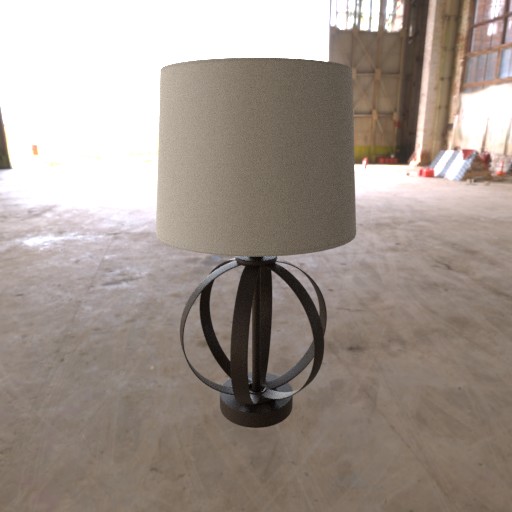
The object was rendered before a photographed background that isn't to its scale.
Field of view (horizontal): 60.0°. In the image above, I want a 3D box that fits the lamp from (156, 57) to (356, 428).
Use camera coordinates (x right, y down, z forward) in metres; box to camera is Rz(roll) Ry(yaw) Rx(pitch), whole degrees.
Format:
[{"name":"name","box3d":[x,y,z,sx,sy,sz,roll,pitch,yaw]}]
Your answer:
[{"name":"lamp","box3d":[0.000,0.000,0.661,0.286,0.510,0.286,0,16,0]}]
